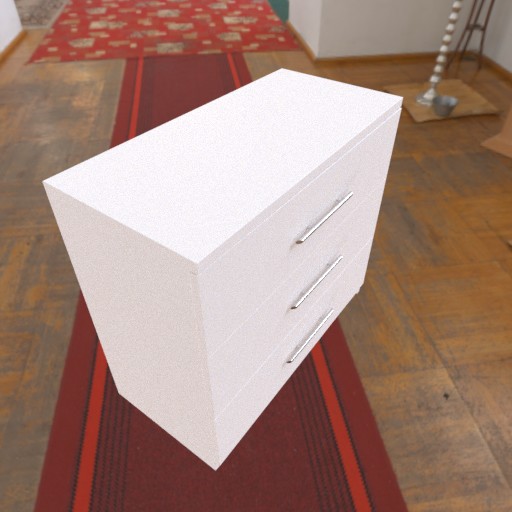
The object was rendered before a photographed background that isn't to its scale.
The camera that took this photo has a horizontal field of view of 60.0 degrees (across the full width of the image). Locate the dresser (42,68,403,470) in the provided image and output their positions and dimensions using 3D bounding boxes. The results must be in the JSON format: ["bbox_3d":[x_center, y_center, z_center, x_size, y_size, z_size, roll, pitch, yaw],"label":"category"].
[{"bbox_3d":[0.000,0.000,1.260,0.420,0.740,0.830,26,47,27],"label":"dresser"}]
